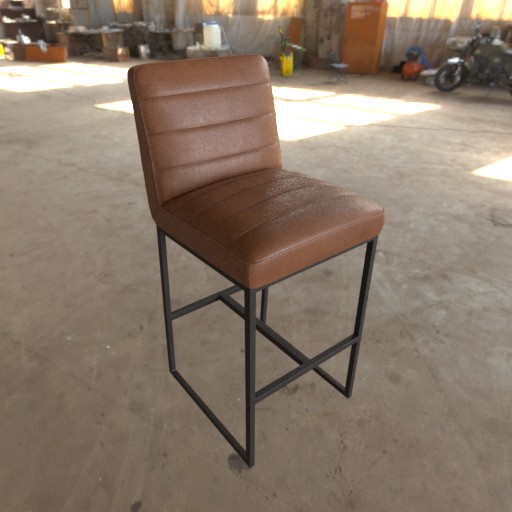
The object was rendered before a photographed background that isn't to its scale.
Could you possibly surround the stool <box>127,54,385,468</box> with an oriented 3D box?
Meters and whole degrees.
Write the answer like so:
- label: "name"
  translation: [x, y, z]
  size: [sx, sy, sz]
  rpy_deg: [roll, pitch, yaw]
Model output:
- label: "stool"
  translation: [0.000, 0.000, 1.313]
  size: [0.458, 1.040, 0.556]
  rpy_deg: [-21, 37, -32]
